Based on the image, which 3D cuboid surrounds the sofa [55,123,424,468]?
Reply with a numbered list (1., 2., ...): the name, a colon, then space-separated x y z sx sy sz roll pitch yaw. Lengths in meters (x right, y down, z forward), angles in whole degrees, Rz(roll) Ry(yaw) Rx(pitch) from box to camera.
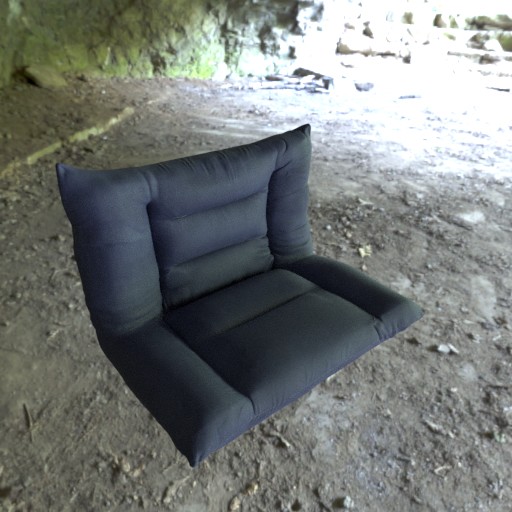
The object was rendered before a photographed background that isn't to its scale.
1. sofa: 0.000 0.000 1.659 1.122 0.778 0.849 -21 35 -33
